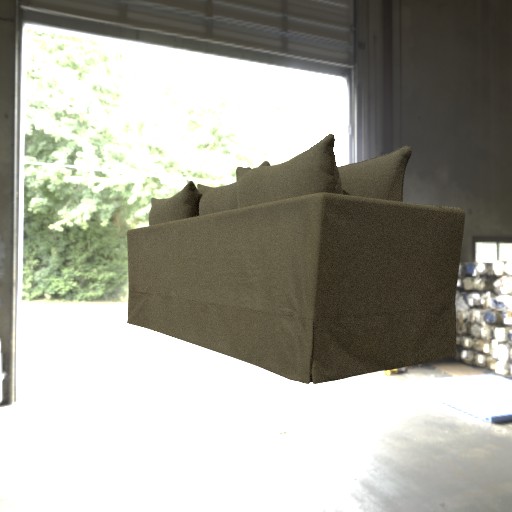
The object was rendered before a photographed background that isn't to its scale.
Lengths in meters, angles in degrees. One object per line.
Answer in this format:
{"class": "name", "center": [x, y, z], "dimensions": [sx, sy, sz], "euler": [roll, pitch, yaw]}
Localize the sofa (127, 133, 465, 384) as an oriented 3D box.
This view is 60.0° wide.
{"class": "sofa", "center": [0.000, 0.000, 2.872], "dimensions": [1.031, 1.034, 2.290], "euler": [1, -1, -34]}
